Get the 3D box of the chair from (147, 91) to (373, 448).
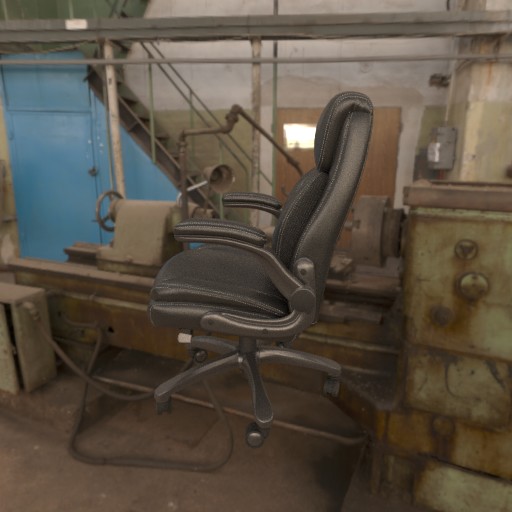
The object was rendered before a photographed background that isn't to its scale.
[{"bbox_3d":[0.000,0.000,1.628,0.724,1.110,0.782,2,15,7],"label":"chair"}]
